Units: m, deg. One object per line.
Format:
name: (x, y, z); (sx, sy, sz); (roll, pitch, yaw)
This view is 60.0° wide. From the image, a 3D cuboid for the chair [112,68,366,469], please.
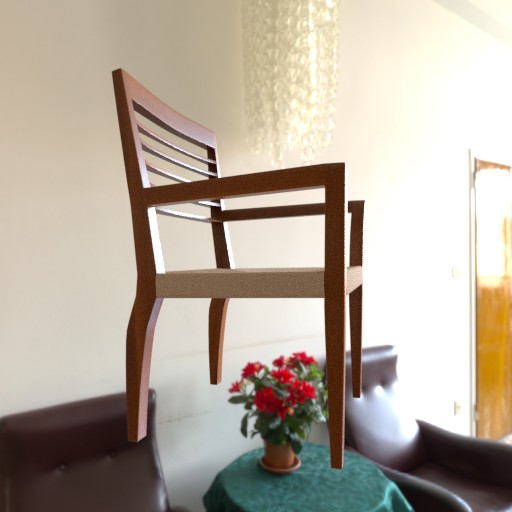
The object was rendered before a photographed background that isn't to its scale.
chair: (0.000, 0.000, 1.199); (0.540, 0.855, 0.587); (0, 0, 18)
